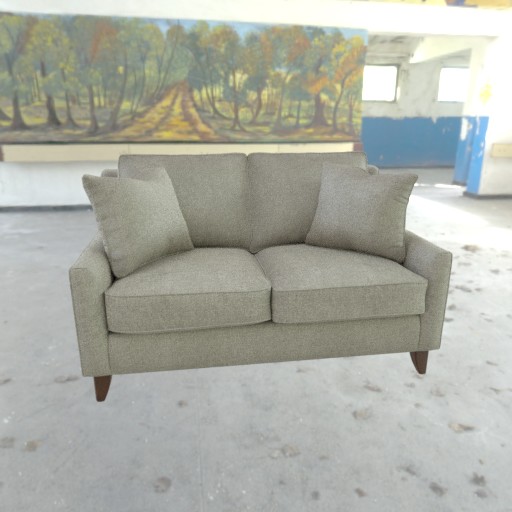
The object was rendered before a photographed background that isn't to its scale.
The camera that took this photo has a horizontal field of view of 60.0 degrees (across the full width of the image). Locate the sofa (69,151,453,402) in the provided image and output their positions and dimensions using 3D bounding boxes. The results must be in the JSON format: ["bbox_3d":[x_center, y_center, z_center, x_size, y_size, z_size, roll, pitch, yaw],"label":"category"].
[{"bbox_3d":[0.000,0.000,1.984,1.422,0.863,0.915,-3,18,-8],"label":"sofa"}]
